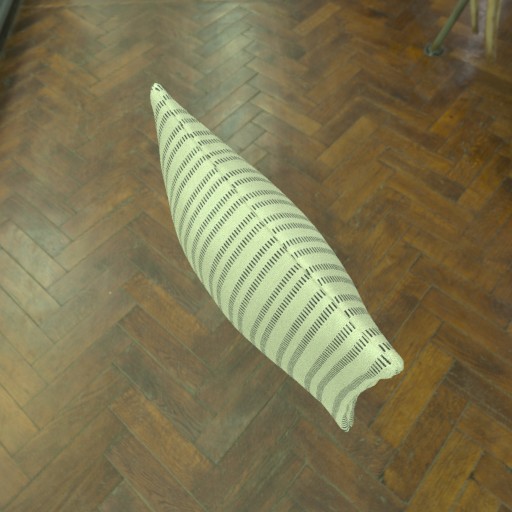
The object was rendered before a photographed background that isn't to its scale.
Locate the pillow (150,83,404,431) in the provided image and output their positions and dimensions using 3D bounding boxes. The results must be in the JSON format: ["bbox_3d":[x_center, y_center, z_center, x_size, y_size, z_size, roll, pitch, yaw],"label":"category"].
[{"bbox_3d":[0.000,0.000,0.809,0.210,0.353,0.640,-30,63,-17],"label":"pillow"}]
